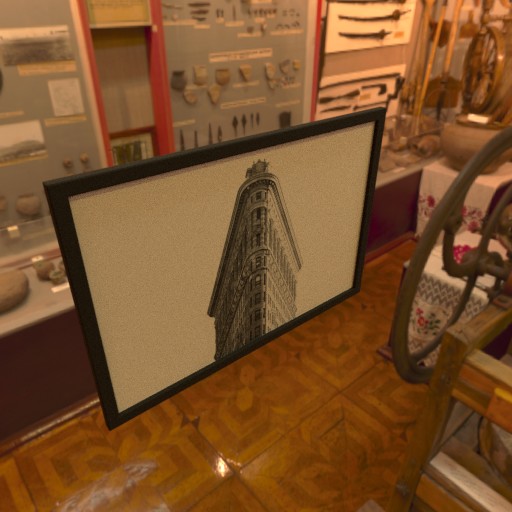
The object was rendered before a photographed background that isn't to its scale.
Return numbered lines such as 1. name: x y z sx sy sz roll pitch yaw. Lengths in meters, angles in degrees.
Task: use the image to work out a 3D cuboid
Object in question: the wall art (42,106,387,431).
1. wall art: 0.000 0.000 1.208 0.958 0.656 0.026 -22 37 -32
